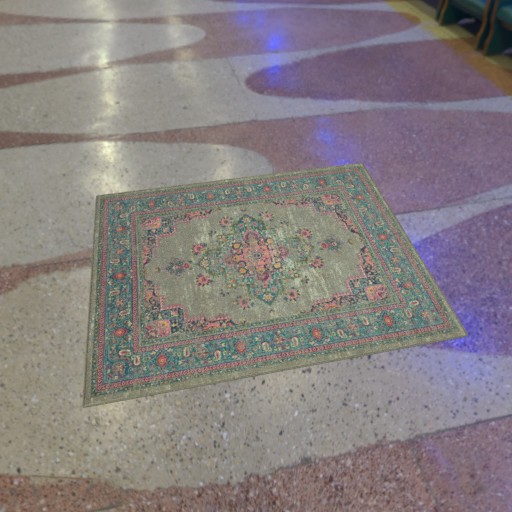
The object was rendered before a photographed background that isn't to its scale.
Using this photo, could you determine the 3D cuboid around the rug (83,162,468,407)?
[{"bbox_3d":[0.000,0.000,4.218,3.057,0.013,2.434,-8,48,-8],"label":"rug"}]
